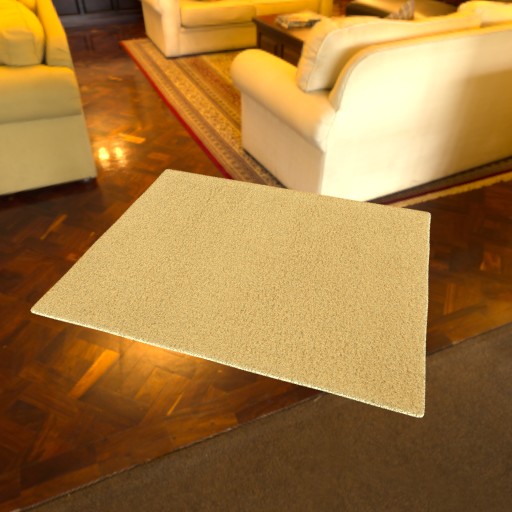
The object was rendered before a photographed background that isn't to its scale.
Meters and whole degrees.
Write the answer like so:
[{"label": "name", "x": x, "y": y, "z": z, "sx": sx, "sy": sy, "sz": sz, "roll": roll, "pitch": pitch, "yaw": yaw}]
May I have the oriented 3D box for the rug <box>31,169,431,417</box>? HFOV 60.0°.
[{"label": "rug", "x": 0.000, "y": 0.000, "z": 4.093, "sx": 3.047, "sy": 0.029, "sz": 2.438, "roll": 12, "pitch": 41, "yaw": 14}]
